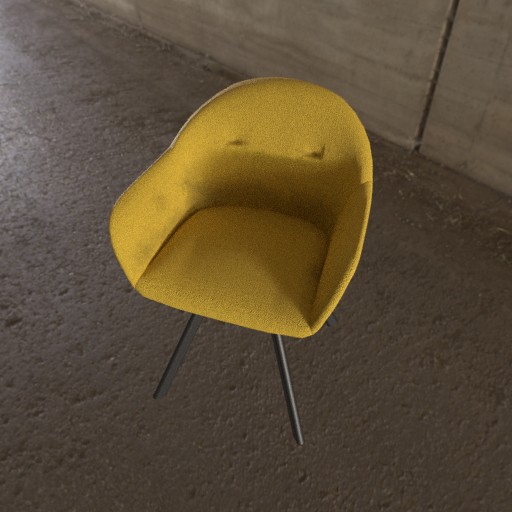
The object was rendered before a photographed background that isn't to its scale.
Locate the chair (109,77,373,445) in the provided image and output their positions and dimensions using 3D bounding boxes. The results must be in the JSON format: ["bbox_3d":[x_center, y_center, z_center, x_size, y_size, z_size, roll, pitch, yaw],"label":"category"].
[{"bbox_3d":[0.000,0.000,1.198,0.545,0.775,0.565,13,43,14],"label":"chair"}]
